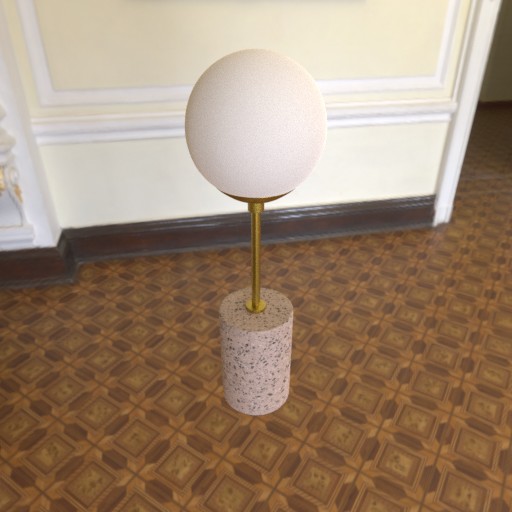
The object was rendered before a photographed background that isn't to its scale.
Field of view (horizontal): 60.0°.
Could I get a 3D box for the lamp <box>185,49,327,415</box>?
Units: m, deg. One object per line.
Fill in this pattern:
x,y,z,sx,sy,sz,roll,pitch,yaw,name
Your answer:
0.000,0.000,0.565,0.153,0.480,0.153,0,31,0,lamp
